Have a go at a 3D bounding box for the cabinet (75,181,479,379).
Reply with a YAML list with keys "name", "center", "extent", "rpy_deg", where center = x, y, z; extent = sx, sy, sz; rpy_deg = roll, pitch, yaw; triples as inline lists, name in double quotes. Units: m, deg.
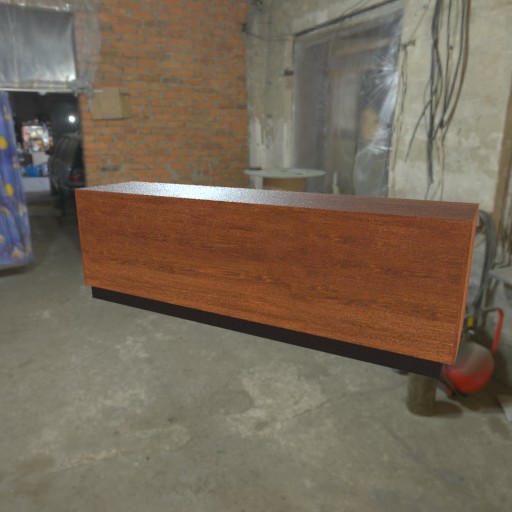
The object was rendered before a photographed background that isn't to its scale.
- name: "cabinet"
  center: [0.000, 0.000, 1.846]
  extent: [1.600, 0.510, 0.419]
  rpy_deg: [8, 17, 27]
